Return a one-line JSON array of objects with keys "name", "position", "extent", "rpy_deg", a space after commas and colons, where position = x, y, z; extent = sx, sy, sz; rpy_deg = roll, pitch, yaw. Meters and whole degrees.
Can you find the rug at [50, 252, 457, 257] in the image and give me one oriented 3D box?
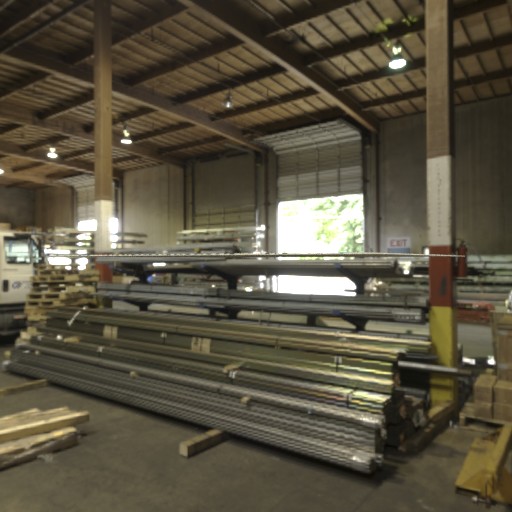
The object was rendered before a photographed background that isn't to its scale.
[{"name": "rug", "position": [0.000, 0.000, 2.037], "extent": [1.556, 0.006, 1.146], "rpy_deg": [0, -1, 36]}]
